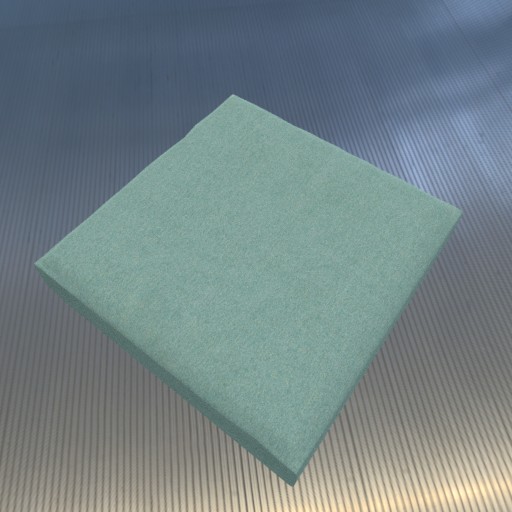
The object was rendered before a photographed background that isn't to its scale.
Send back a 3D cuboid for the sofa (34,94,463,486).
[{"bbox_3d":[0.000,0.000,1.413,0.930,0.330,0.930,33,64,18],"label":"sofa"}]
